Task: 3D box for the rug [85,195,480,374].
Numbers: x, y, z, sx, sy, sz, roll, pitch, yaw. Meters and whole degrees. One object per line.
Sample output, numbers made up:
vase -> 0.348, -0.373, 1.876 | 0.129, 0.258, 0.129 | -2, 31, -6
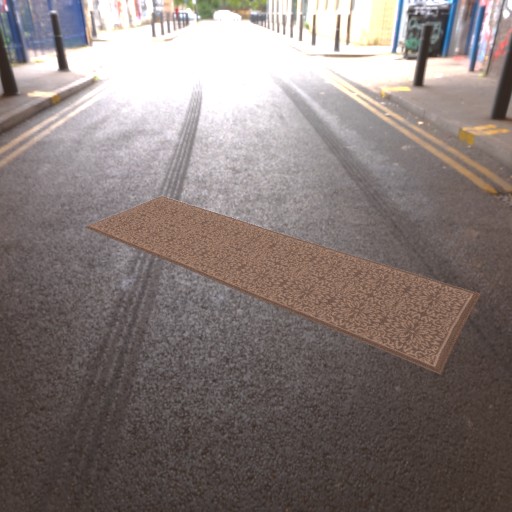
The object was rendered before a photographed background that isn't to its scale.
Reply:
rug -> 0.000, 0.000, 2.466 | 2.196, 0.011, 0.662 | 19, 35, 31
